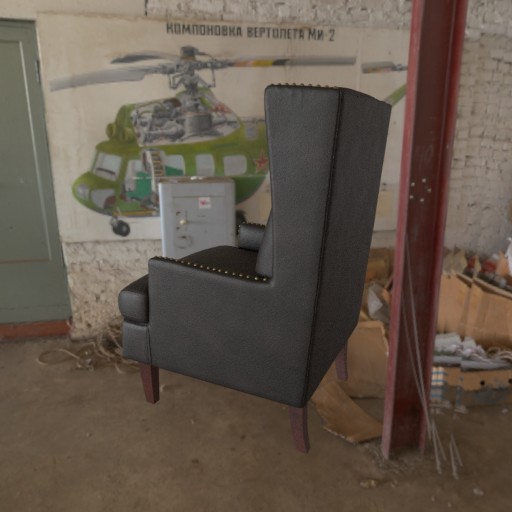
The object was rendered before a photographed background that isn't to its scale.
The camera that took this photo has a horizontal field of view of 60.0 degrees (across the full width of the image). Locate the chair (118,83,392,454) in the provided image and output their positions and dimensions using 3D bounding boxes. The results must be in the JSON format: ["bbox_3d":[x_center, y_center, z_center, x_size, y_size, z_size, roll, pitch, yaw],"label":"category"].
[{"bbox_3d":[0.000,0.000,1.666,0.799,1.142,0.703,8,17,25],"label":"chair"}]
